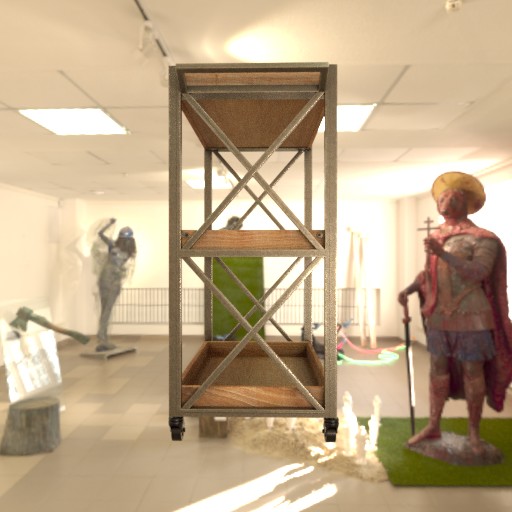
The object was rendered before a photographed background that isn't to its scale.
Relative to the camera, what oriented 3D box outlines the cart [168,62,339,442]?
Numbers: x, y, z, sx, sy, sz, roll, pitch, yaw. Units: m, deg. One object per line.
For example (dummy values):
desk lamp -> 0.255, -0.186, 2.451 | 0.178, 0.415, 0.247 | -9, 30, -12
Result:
cart -> 0.000, 0.000, 1.246 | 0.377, 0.835, 0.673 | 0, 0, 1
